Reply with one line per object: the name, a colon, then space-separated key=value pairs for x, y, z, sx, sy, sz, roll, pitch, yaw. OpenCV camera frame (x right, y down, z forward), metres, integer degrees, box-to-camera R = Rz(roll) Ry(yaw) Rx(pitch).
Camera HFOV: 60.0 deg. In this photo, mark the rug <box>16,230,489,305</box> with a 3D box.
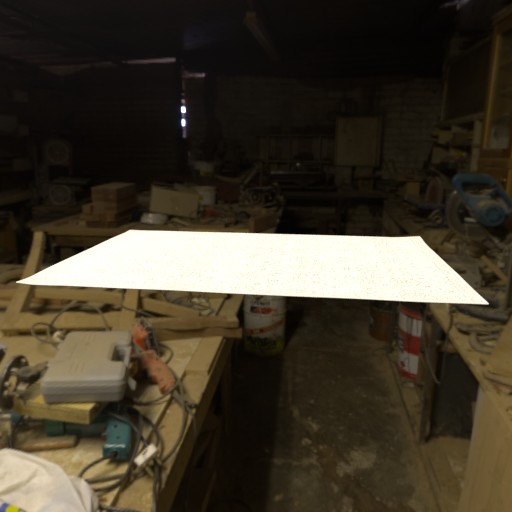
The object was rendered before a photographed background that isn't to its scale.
rug: x=0.000 y=0.000 z=2.966 sx=2.434 sy=0.023 sz=1.518 roll=2 pitch=15 yaw=8
